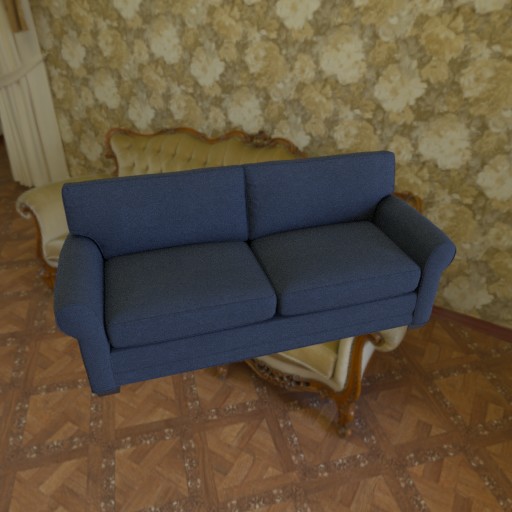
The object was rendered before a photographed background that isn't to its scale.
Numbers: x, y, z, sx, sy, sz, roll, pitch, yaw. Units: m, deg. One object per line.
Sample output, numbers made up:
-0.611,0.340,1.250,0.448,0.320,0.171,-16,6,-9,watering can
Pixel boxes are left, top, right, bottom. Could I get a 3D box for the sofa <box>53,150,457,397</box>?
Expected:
0.000,0.000,2.888,2.391,1.026,0.954,-9,33,-14,sofa
